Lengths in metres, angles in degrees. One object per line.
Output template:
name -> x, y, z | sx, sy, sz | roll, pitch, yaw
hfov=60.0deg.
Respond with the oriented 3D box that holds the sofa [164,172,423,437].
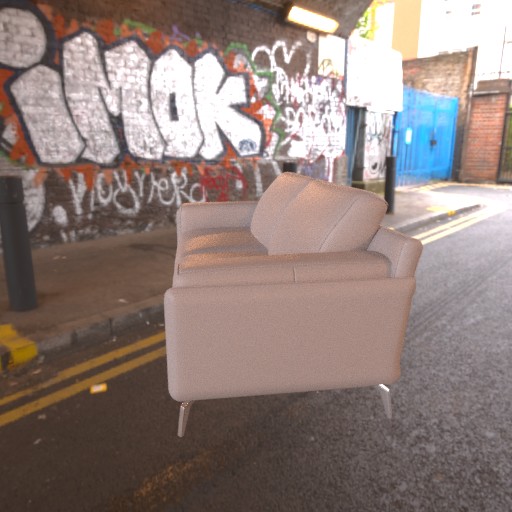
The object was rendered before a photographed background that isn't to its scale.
sofa -> 0.000, 0.000, 2.617 | 1.049, 0.930, 2.101 | -2, 14, -9
